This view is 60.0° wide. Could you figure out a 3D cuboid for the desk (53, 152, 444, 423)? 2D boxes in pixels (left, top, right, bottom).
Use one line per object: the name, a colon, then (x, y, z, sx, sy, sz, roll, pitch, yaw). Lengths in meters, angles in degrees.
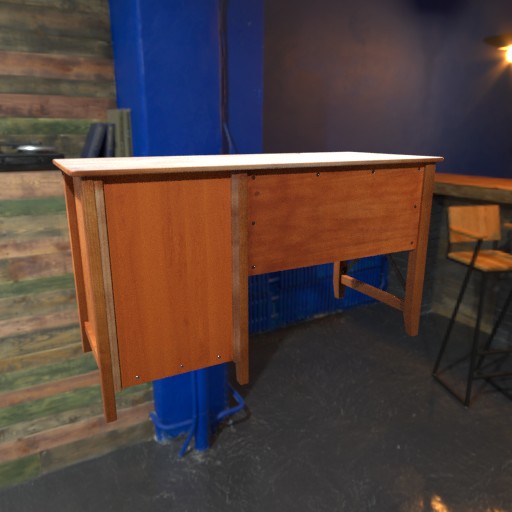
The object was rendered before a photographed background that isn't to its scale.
desk: (0.000, 0.000, 1.752, 1.353, 0.756, 0.574, -8, 17, -27)
